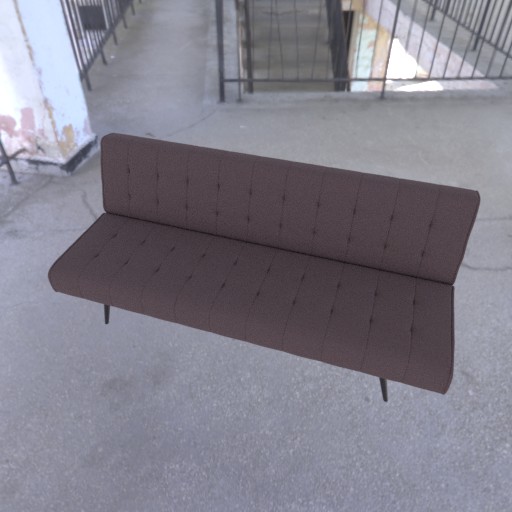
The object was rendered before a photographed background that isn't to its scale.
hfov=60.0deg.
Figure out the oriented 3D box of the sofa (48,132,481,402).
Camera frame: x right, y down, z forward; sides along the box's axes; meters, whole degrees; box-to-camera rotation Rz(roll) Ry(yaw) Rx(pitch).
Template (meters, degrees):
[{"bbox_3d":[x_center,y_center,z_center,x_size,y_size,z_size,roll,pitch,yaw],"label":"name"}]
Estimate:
[{"bbox_3d":[0.000,0.000,1.998,1.703,0.699,0.747,12,42,14],"label":"sofa"}]
